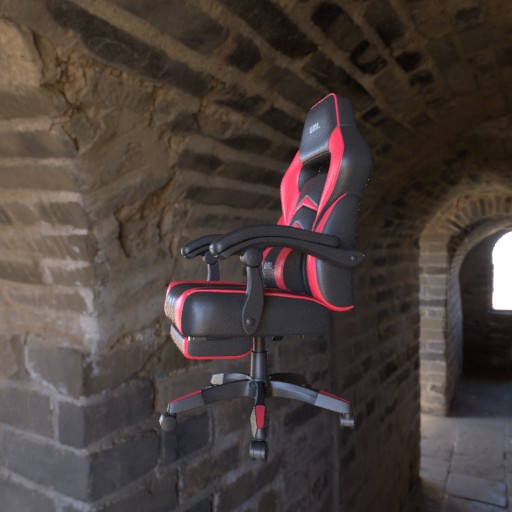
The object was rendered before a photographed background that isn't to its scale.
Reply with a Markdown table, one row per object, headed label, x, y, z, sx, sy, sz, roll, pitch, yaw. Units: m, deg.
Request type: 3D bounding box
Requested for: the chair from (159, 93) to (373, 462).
| label | x | y | z | sx | sy | sz | roll | pitch | yaw |
| --- | --- | --- | --- | --- | --- | --- | --- | --- | --- |
| chair | 0.000 | 0.000 | 1.651 | 0.700 | 1.220 | 0.700 | 0 | 0 | -18 |
